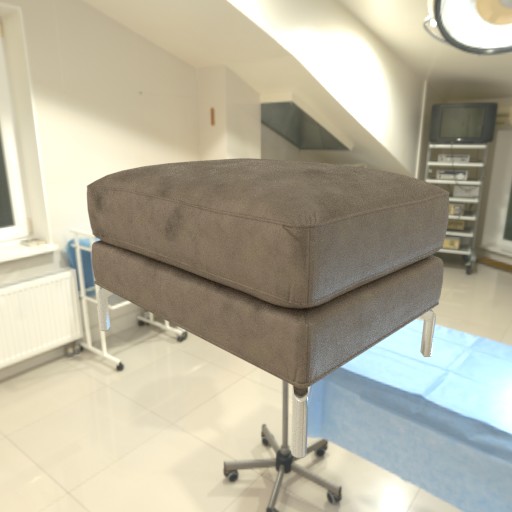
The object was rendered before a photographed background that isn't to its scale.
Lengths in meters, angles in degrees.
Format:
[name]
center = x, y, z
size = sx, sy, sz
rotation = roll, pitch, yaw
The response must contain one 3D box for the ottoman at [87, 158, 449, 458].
[ottoman]
center = 0.000, 0.000, 1.078
size = 0.719, 0.456, 0.520
rotation = 15, 22, 43
